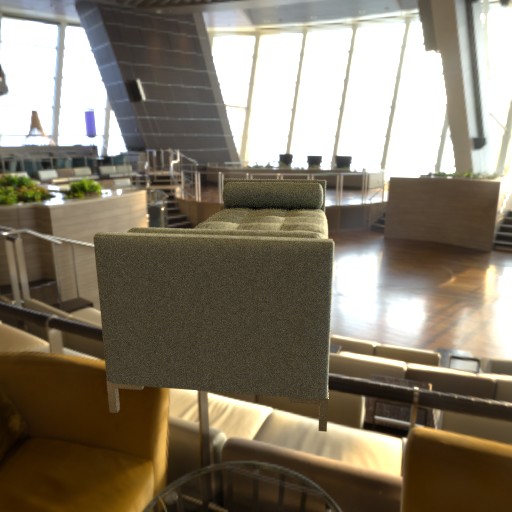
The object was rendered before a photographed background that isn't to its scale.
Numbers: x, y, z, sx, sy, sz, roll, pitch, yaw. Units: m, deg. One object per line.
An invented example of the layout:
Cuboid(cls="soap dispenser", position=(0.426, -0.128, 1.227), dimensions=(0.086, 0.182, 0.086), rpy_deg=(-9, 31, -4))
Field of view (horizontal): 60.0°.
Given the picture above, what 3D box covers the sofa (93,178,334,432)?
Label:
Cuboid(cls="sofa", position=(0.000, 0.000, 2.443), dimensions=(0.797, 0.657, 2.102), rpy_deg=(2, 15, 8))
